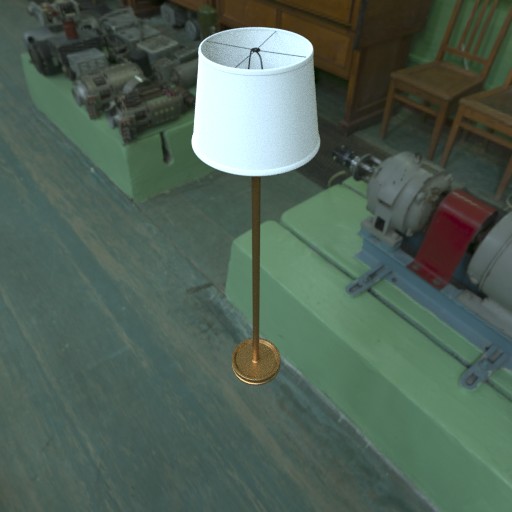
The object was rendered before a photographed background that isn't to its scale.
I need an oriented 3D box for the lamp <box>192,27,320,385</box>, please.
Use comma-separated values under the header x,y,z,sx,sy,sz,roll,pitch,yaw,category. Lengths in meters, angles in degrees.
x,y,z,sx,sy,sz,roll,pitch,yaw,category
0.000,0.000,0.783,0.178,0.710,0.178,0,45,0,lamp
